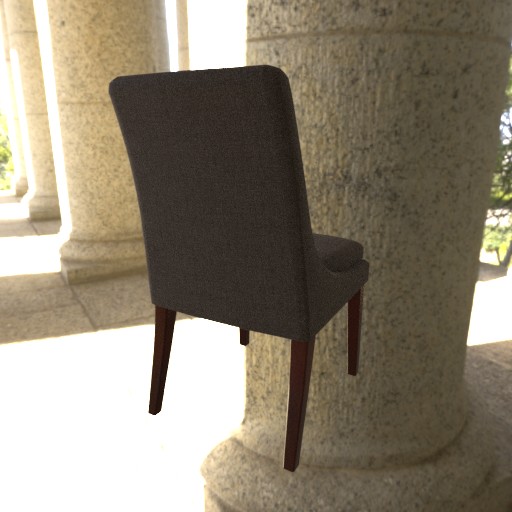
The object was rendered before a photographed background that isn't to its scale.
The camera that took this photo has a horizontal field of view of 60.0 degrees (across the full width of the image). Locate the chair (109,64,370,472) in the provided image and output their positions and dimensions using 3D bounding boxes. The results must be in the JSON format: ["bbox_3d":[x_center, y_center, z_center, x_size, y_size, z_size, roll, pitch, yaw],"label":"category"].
[{"bbox_3d":[0.000,0.000,1.305,0.508,0.952,0.655,9,18,29],"label":"chair"}]
